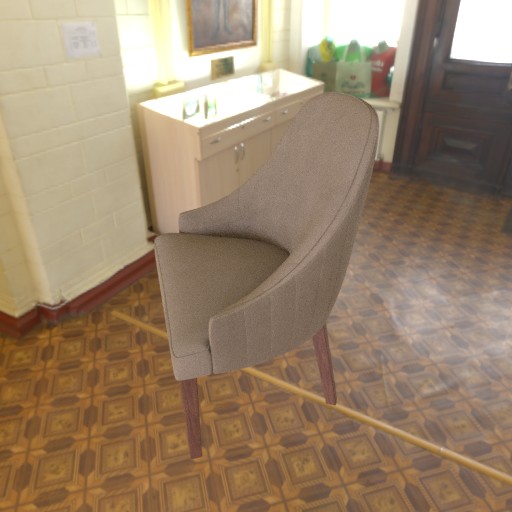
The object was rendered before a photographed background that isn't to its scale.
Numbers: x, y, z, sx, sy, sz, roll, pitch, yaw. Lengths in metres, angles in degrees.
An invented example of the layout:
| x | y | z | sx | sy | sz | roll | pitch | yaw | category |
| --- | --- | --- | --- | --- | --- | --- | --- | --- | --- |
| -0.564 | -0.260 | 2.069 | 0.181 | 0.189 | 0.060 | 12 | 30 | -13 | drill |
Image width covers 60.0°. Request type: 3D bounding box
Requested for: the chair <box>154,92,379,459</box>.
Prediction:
| x | y | z | sx | sy | sz | roll | pitch | yaw | category |
| --- | --- | --- | --- | --- | --- | --- | --- | --- | --- |
| 0.000 | 0.000 | 1.324 | 0.575 | 0.889 | 0.643 | -8 | 31 | -13 | chair |
